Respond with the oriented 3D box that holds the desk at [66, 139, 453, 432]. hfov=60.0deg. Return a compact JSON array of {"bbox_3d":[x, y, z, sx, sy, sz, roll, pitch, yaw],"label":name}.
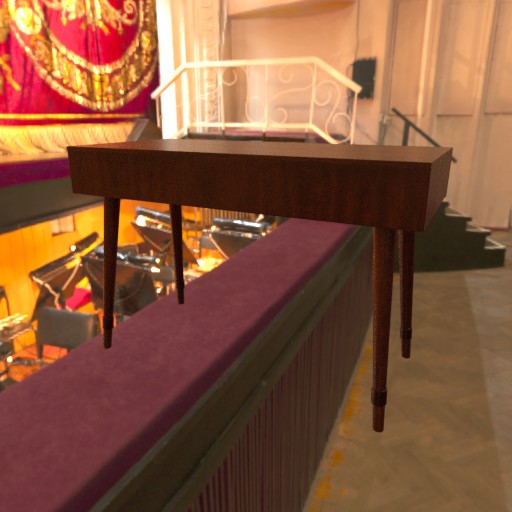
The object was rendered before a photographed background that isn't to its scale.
[{"bbox_3d":[0.000,0.000,2.148,1.577,1.031,0.734,9,20,26],"label":"desk"}]
